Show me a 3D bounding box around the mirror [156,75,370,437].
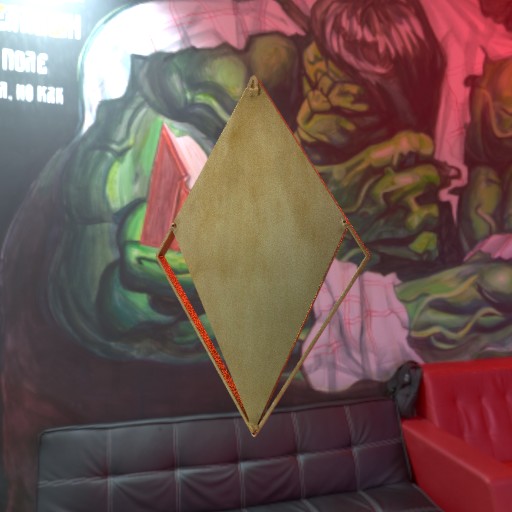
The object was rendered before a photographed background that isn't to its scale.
[{"bbox_3d":[0.000,0.000,0.842,0.419,0.679,0.032,0,0,18],"label":"mirror"}]
